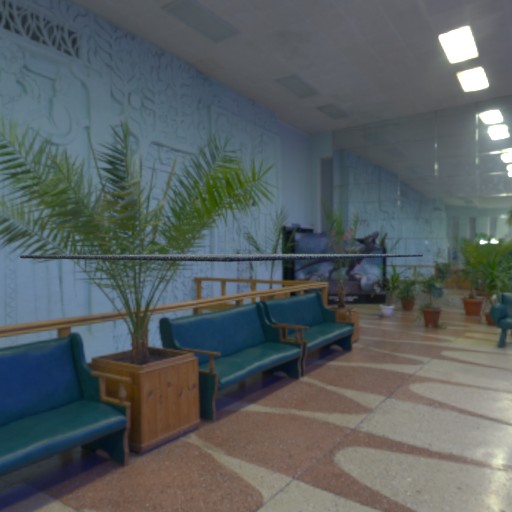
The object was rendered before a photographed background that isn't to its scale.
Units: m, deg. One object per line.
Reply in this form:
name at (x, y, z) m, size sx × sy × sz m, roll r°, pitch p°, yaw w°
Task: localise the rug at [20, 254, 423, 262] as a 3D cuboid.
rug at (0.000, 0.000, 2.909) m, size 1.478 × 0.017 × 2.330 m, roll 0°, pitch 1°, yaw 36°
